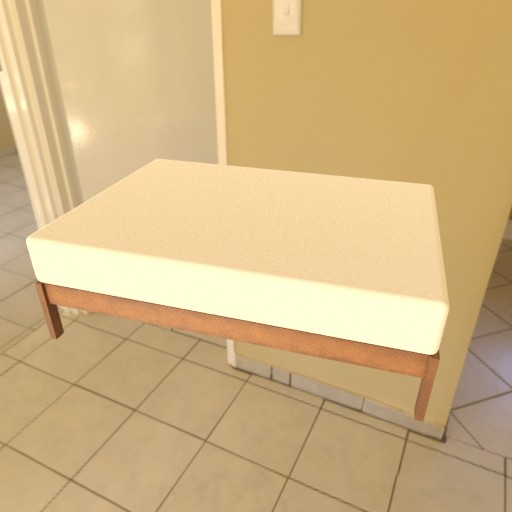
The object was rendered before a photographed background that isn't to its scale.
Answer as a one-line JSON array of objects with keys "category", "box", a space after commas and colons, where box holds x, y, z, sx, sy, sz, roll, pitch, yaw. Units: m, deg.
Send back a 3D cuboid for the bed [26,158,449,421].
[{"category": "bed", "box": [0.000, 0.000, 2.583, 1.927, 0.616, 1.348, 8, 30, 15]}]
